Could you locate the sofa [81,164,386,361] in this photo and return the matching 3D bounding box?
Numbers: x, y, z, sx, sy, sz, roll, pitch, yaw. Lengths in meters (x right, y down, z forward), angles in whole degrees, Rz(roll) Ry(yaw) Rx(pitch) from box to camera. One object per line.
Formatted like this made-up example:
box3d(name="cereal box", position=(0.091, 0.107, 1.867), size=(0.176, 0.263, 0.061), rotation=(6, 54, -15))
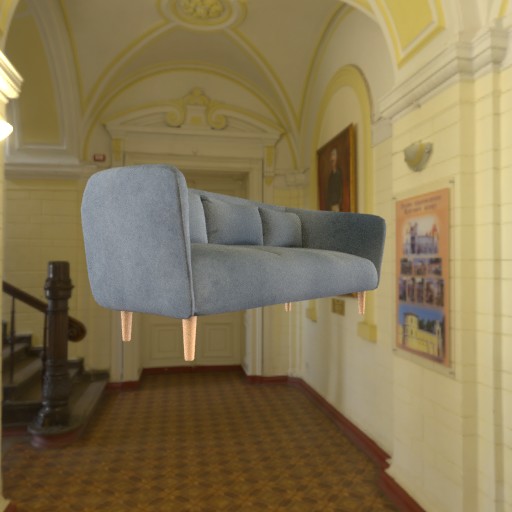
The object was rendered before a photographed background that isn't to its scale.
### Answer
box3d(name="sofa", position=(0.000, 0.000, 2.525), size=(0.849, 0.795, 2.095), rotation=(0, -1, 35))
